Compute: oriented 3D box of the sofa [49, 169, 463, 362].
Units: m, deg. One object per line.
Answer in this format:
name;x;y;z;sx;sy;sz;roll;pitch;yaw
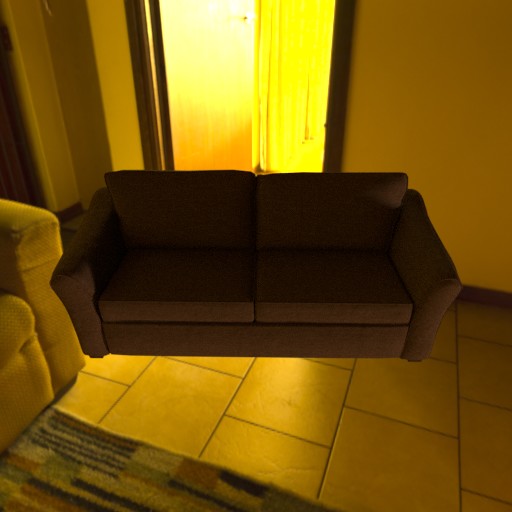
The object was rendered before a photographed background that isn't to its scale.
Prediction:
sofa;0.000;0.000;2.811;2.270;0.950;0.971;0;28;1
